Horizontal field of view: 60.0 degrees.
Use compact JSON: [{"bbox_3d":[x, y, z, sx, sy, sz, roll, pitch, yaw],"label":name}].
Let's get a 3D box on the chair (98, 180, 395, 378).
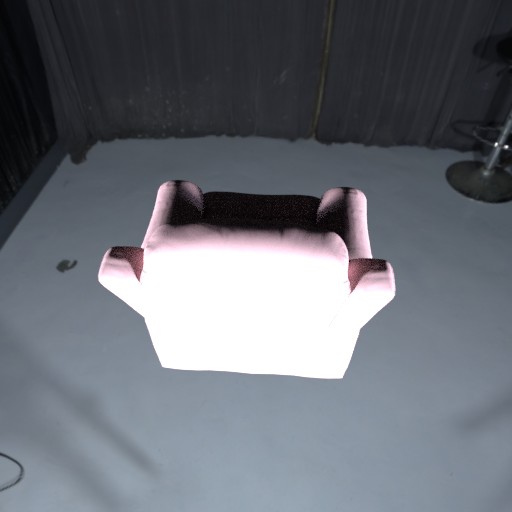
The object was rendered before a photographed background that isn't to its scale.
[{"bbox_3d":[0.000,0.000,1.296,0.680,0.702,0.709,3,46,3],"label":"chair"}]
